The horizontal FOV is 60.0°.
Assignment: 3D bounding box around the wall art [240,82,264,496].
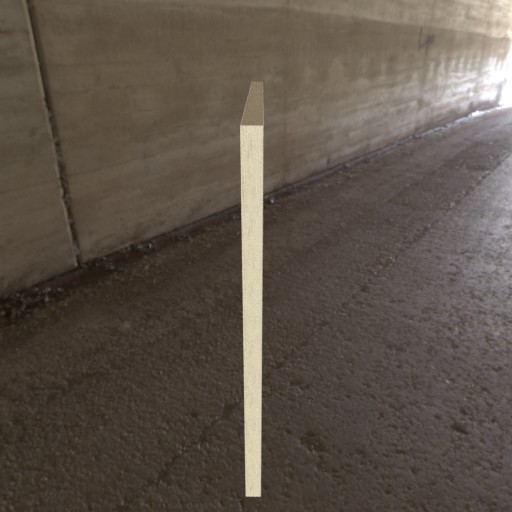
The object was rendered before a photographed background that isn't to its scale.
[{"bbox_3d":[0.000,0.000,1.486,0.045,1.016,1.016,0,26,1],"label":"wall art"}]
